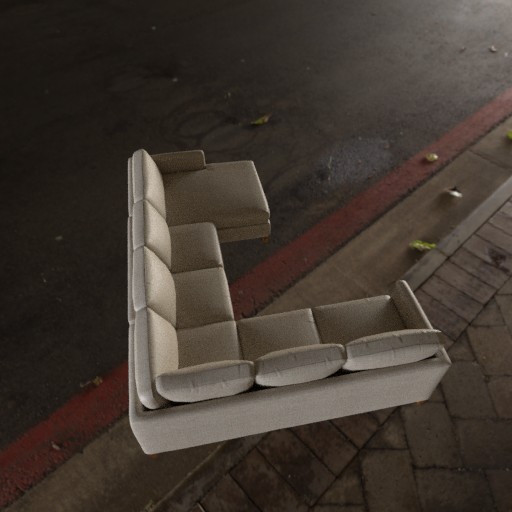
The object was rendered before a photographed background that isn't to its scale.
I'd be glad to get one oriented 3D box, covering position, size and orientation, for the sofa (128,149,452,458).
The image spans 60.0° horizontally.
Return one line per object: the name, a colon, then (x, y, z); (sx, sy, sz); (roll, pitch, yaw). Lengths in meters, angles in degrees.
sofa: (0.000, 0.000, 4.721); (2.594, 0.961, 3.460); (-8, 48, -8)
